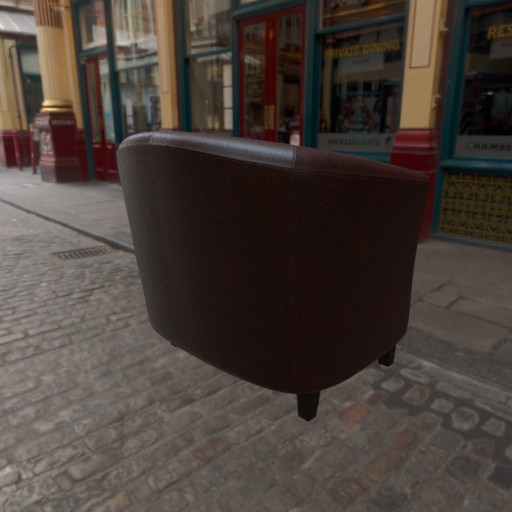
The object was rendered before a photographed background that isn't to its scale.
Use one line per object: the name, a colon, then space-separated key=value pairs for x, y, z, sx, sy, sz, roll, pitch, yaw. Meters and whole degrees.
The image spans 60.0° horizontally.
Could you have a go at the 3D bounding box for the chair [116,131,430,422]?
chair: x=0.000 y=0.000 z=1.401 sx=0.727 sy=0.756 sz=0.792 roll=-15 pitch=21 yaw=-43
